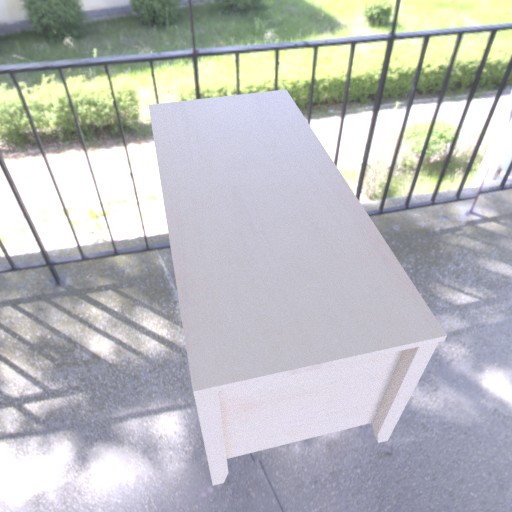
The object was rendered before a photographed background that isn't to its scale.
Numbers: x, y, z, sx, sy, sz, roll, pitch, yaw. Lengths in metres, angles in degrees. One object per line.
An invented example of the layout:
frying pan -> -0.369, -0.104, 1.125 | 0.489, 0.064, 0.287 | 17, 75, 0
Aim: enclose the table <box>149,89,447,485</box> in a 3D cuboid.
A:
table -> 0.000, 0.000, 1.273 | 0.457, 0.483, 1.016 | -10, 46, -10
